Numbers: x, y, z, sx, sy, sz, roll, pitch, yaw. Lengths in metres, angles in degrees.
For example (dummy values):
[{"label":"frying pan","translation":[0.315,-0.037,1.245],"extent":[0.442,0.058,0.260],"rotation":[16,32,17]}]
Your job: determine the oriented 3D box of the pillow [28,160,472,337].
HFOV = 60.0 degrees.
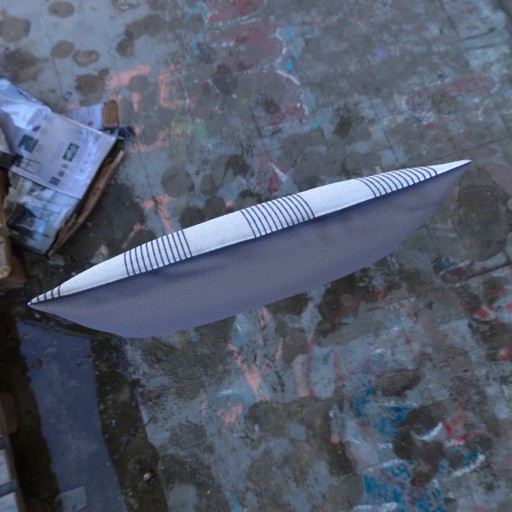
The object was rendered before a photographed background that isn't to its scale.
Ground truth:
[{"label":"pillow","translation":[0.000,0.000,0.708],"extent":[0.610,0.287,0.151],"rotation":[-18,76,-5]}]
